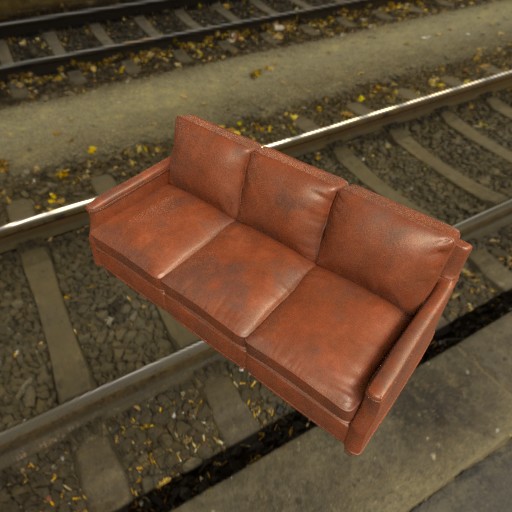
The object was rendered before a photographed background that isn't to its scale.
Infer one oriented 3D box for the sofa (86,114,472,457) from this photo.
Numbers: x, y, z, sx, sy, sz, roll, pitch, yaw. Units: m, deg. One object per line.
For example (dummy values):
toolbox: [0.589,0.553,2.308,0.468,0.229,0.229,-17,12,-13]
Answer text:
sofa: [0.000,0.000,2.824,2.240,1.003,1.084,30,52,27]
